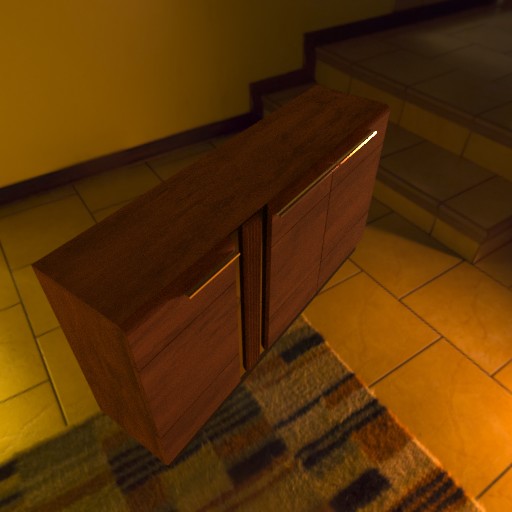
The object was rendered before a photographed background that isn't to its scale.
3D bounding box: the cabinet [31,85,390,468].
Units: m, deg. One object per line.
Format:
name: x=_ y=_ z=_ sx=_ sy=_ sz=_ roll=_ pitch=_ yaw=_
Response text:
cabinet: x=0.000 y=0.000 z=1.952 sx=0.420 sy=0.900 sz=1.600 roll=26 pitch=49 yaw=26
